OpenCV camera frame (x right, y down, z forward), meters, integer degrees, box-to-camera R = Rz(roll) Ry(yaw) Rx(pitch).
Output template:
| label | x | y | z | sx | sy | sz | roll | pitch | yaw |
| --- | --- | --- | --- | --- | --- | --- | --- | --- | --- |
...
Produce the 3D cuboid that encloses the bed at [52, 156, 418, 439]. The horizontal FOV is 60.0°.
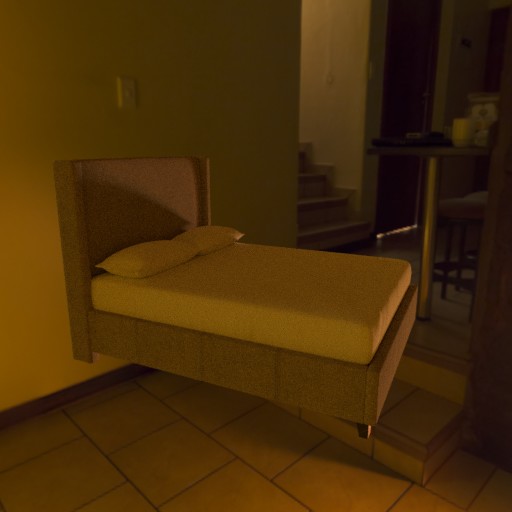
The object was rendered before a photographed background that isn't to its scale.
| label | x | y | z | sx | sy | sz | roll | pitch | yaw |
| --- | --- | --- | --- | --- | --- | --- | --- | --- | --- |
| bed | 0.000 | 0.000 | 3.432 | 2.245 | 1.481 | 1.714 | 7 | 15 | 25 |
